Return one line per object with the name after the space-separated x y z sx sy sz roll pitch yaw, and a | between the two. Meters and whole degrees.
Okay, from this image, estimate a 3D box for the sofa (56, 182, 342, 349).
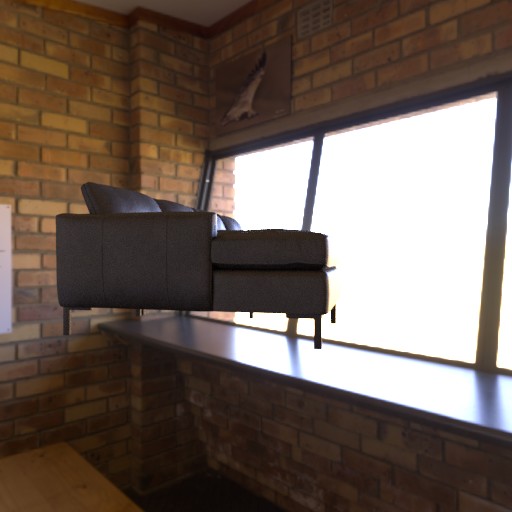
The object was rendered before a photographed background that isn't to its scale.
0.000 0.000 3.636 1.471 0.859 2.993 0 0 15 | sofa
